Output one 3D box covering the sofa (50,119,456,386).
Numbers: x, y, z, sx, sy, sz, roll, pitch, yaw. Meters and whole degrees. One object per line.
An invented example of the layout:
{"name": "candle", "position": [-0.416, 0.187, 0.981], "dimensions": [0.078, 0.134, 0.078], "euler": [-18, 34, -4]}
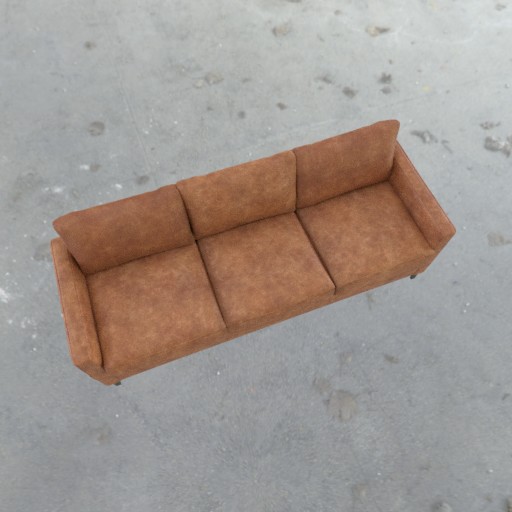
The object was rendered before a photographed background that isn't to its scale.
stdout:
{"name": "sofa", "position": [0.000, 0.000, 2.446], "dimensions": [2.029, 0.863, 0.748], "euler": [-18, 65, -9]}
